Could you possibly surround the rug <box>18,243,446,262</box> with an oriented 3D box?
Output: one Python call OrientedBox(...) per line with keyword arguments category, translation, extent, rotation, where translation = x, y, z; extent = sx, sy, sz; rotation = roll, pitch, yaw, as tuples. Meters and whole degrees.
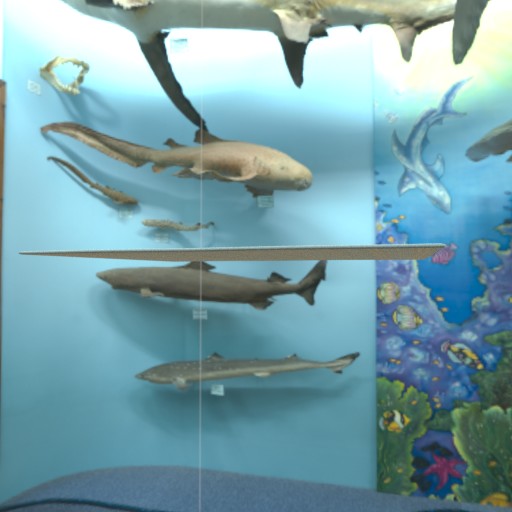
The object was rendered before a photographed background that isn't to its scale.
OrientedBox(category="rug", translation=(0.000, 0.000, 4.106), extent=(3.066, 0.030, 2.462), rotation=(-1, -2, 18))
